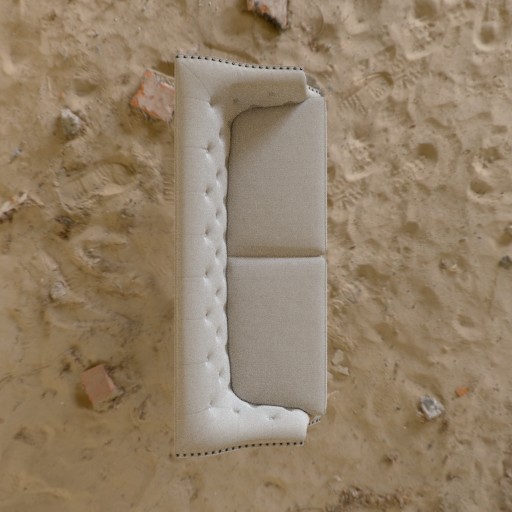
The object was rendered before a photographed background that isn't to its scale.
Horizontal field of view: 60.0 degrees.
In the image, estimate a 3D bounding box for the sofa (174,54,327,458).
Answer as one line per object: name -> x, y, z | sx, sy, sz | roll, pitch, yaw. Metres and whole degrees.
sofa -> 0.000, 0.000, 2.844 | 0.914, 0.901, 2.235 | 0, 90, -1
